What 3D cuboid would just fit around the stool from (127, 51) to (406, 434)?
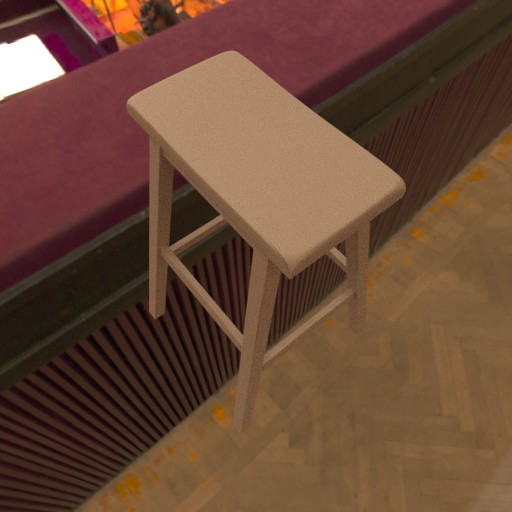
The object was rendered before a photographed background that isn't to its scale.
[{"bbox_3d":[0.000,0.000,1.039,0.476,0.737,0.457,-34,64,-20],"label":"stool"}]
